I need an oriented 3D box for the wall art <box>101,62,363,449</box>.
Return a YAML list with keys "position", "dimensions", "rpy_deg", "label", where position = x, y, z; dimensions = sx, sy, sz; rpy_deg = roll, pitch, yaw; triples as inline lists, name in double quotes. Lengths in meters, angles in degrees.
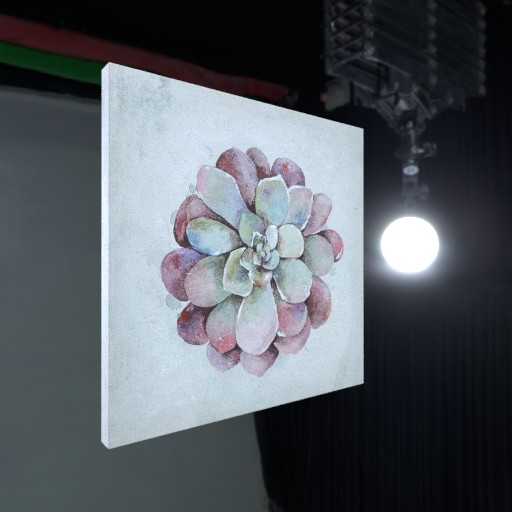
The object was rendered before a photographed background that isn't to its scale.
- position: [0.000, 0.000, 0.889]
  dimensions: [0.605, 0.605, 0.044]
  rpy_deg: [0, 0, -37]
  label: "wall art"
